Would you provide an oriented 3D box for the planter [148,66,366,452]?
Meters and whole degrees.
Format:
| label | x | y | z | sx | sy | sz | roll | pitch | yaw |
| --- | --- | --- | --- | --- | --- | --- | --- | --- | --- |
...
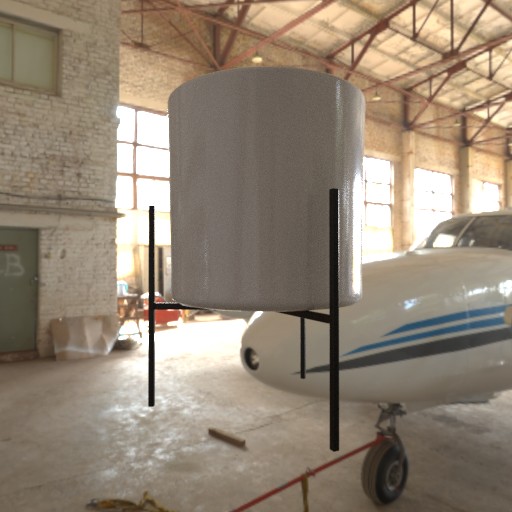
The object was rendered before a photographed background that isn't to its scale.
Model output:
| label | x | y | z | sx | sy | sz | roll | pitch | yaw |
| --- | --- | --- | --- | --- | --- | --- | --- | --- | --- |
| planter | 0.000 | 0.000 | 0.638 | 0.308 | 0.431 | 0.307 | 0 | -1 | 0 |
